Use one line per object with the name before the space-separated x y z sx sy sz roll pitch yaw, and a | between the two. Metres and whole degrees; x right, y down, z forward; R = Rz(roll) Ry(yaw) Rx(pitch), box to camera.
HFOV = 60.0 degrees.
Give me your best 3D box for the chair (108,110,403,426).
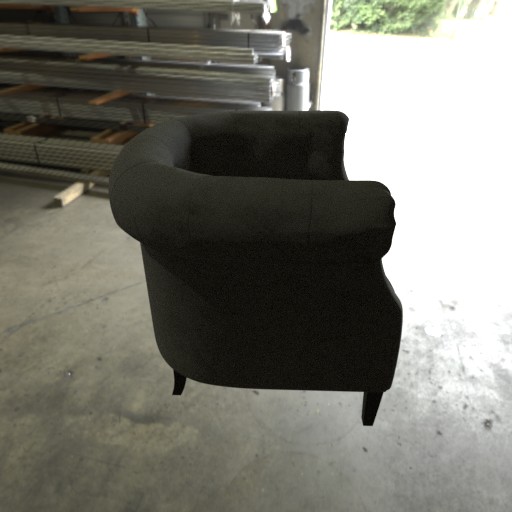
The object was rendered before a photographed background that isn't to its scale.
chair | 0.000 0.000 1.530 0.851 0.826 0.904 1 31 2
